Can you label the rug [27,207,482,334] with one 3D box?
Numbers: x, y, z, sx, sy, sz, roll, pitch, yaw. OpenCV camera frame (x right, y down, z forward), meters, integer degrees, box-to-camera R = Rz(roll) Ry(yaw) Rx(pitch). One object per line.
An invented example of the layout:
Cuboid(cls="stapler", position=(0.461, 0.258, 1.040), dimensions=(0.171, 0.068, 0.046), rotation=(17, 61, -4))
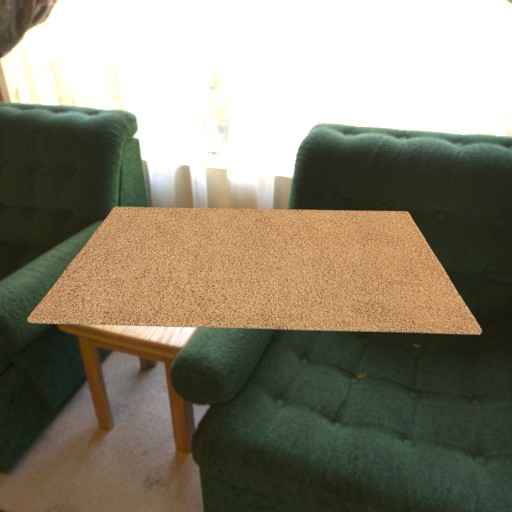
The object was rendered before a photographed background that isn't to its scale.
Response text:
Cuboid(cls="rug", position=(0.000, 0.000, 3.020), dimensions=(2.438, 0.030, 1.524), rotation=(1, 30, 2))
